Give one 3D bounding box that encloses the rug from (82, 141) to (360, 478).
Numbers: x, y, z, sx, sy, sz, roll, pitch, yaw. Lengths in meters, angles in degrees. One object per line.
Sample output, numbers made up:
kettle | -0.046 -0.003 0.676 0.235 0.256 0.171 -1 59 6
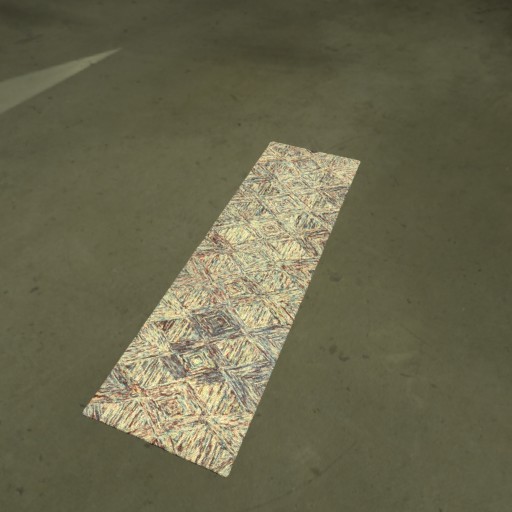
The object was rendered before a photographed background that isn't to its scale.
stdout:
rug | 0.000 0.000 2.539 0.688 0.015 2.292 17 49 15
